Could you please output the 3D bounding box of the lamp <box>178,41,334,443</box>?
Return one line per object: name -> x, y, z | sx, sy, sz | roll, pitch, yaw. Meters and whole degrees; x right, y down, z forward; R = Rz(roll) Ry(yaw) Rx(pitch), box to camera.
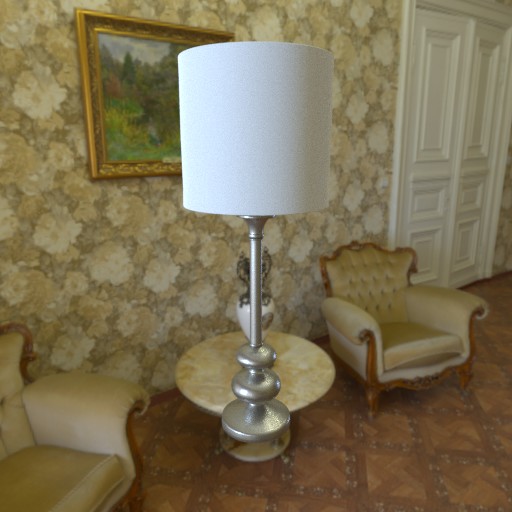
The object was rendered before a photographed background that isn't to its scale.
lamp -> 0.000, 0.000, 0.808 | 0.254, 0.690, 0.254 | 2, 14, 8
